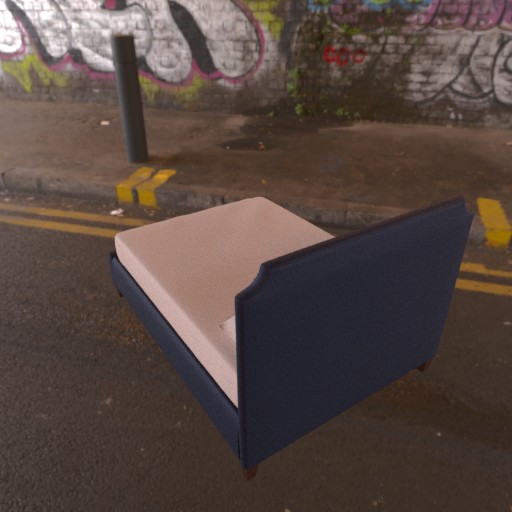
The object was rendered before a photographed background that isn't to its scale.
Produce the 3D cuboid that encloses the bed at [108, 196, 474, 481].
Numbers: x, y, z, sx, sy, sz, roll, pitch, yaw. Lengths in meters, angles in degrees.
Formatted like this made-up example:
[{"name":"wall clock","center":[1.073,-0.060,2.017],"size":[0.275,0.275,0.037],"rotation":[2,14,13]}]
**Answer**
[{"name":"bed","center":[0.000,0.000,3.440],"size":[1.712,1.443,2.372],"rotation":[-18,35,-29]}]
